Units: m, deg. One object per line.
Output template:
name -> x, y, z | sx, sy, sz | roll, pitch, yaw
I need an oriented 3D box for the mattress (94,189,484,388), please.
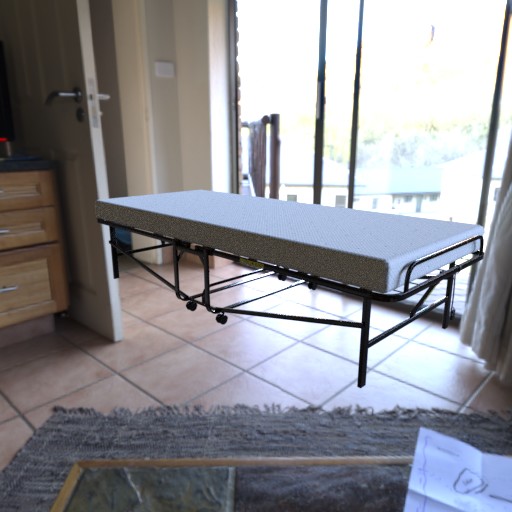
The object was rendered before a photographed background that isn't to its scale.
mattress -> 0.000, 0.000, 2.499 | 0.922, 0.519, 2.153 | -14, 20, -43
